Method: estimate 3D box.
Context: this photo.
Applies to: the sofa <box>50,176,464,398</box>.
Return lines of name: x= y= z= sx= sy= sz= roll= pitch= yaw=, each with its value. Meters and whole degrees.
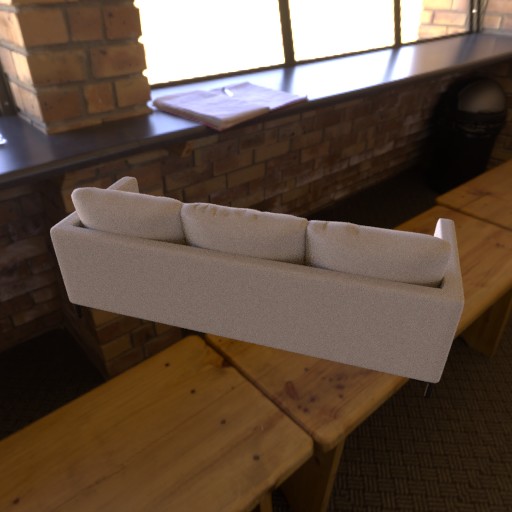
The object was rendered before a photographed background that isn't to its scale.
sofa: x=0.000 y=0.000 z=2.702 sx=2.218 sy=0.874 sz=0.859 roll=10 pitch=34 yaw=14
